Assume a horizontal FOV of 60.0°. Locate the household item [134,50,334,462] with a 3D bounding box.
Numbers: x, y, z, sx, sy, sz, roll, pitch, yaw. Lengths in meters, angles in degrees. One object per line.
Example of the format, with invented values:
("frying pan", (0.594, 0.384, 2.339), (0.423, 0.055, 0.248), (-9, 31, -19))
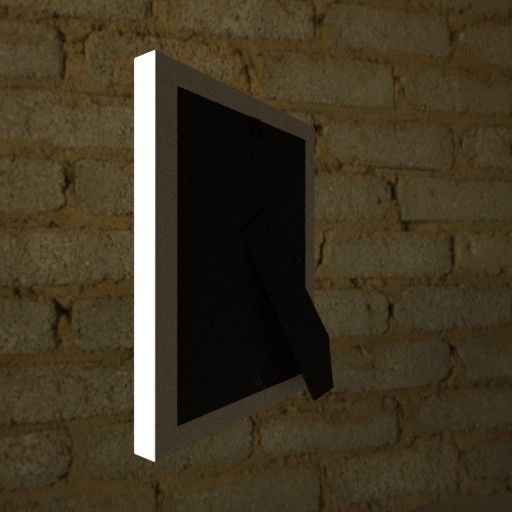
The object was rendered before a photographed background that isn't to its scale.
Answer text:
("household item", (0.000, 0.000, 0.347), (0.045, 0.250, 0.200), (0, 0, 36))
